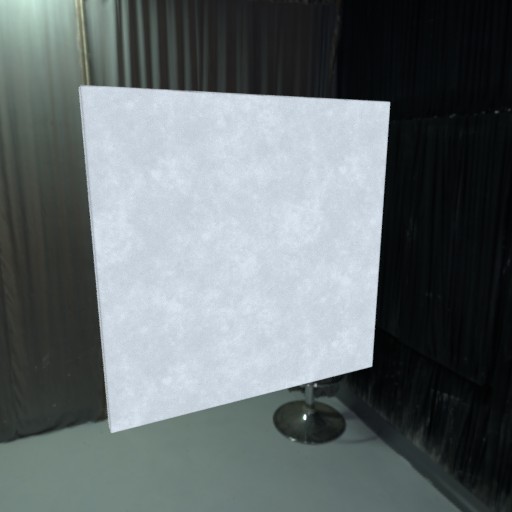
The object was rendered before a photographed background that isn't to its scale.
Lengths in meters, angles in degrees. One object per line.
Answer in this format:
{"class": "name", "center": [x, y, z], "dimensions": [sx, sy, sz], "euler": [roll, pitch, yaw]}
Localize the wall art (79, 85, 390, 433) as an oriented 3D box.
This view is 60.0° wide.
{"class": "wall art", "center": [0.000, 0.000, 0.442], "dimensions": [0.303, 0.303, 0.015], "euler": [-6, 15, -24]}
